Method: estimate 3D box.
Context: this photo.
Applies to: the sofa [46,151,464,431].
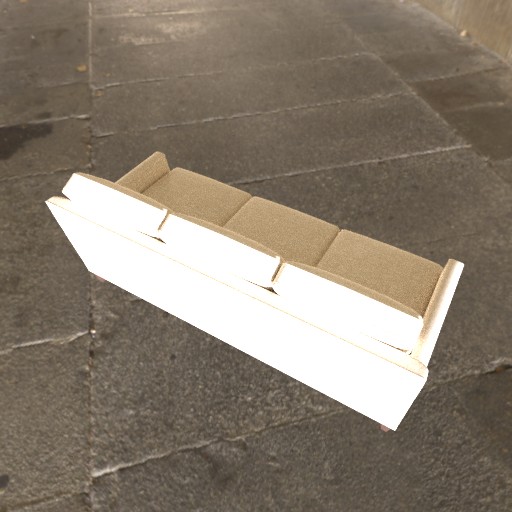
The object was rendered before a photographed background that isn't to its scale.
[{"bbox_3d":[0.000,0.000,2.713,2.210,0.940,1.041,23,51,21],"label":"sofa"}]
